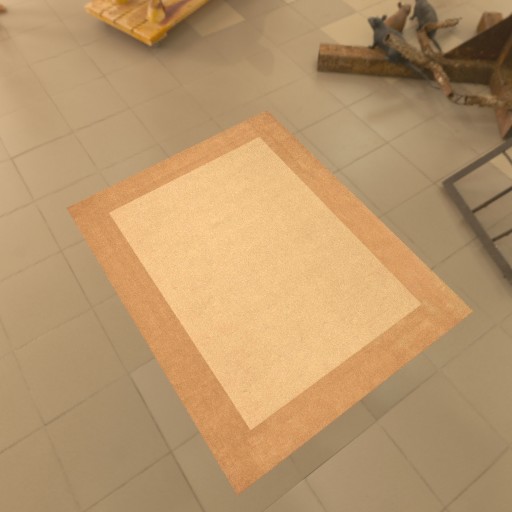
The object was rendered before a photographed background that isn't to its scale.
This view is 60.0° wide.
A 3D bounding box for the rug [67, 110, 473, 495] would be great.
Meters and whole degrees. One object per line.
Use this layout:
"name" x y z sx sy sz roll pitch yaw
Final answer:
"rug" 0.000 0.000 4.092 2.438 0.014 3.048 -31 64 -17
